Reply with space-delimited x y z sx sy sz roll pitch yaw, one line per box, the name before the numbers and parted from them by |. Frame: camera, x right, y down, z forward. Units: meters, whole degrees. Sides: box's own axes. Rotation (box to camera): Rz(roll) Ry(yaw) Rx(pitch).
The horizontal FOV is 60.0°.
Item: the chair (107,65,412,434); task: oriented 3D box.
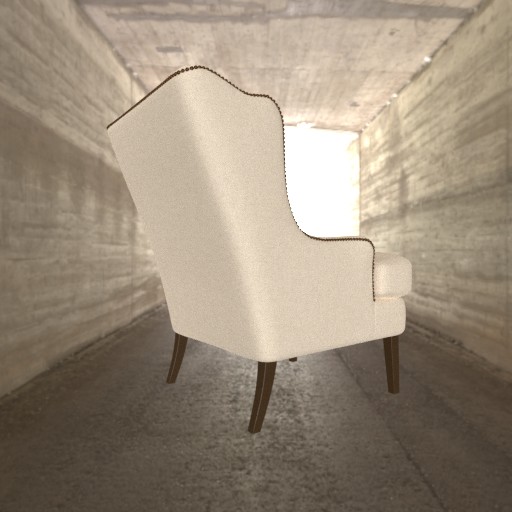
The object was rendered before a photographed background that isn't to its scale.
chair | 0.000 0.000 1.668 0.940 1.029 0.737 0 0 -35
